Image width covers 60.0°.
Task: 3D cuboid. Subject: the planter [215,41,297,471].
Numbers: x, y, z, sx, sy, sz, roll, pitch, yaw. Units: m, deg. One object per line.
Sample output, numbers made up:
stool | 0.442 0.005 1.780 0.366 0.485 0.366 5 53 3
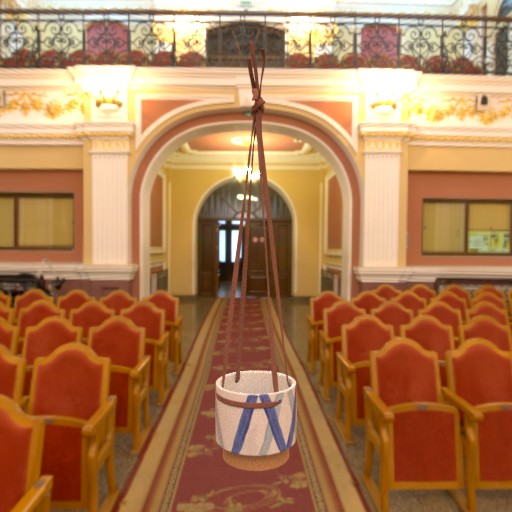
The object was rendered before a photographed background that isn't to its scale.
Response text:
planter | 0.000 0.000 0.832 0.153 0.753 0.157 0 1 -1
